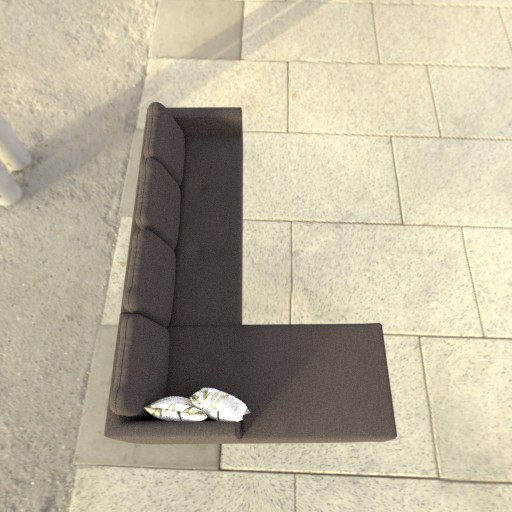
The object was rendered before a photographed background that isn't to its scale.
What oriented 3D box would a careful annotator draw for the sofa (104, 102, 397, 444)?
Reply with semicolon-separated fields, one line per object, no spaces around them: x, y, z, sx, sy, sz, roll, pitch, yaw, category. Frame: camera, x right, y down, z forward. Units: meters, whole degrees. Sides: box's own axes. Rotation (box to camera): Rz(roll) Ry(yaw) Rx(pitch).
0.000;0.000;3.459;1.829;0.932;2.679;0;64;0;sofa
